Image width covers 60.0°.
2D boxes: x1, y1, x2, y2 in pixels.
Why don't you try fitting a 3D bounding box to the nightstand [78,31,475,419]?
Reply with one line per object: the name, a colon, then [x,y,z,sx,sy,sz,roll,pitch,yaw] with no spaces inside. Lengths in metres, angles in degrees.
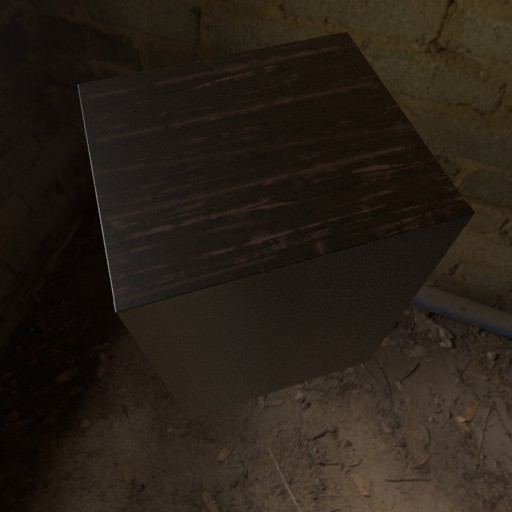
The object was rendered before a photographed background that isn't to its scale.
nightstand: [0.000,0.000,0.789,0.400,0.559,0.356,-15,61,-9]
